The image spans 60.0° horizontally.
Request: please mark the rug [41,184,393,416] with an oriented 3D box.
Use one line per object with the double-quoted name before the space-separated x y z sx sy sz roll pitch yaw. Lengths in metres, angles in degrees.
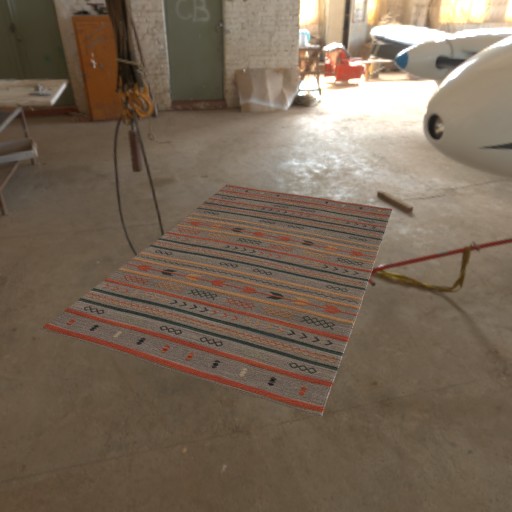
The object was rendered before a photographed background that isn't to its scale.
"rug" 0.000 0.000 2.401 1.220 0.017 1.835 11 32 19
